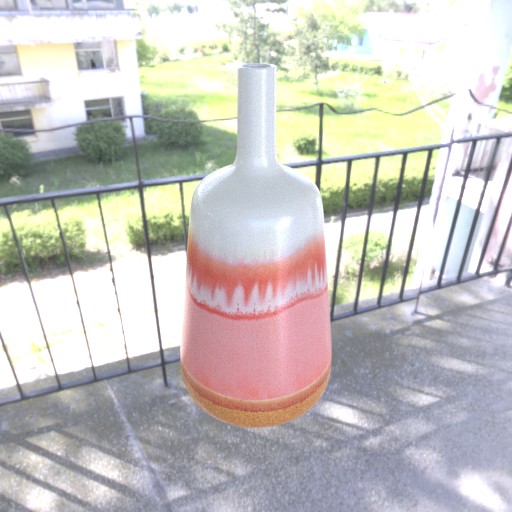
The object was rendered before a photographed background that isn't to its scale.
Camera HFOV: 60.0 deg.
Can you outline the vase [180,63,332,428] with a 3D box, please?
[{"bbox_3d":[0.000,0.000,0.372,0.144,0.296,0.144,0,30,0],"label":"vase"}]
